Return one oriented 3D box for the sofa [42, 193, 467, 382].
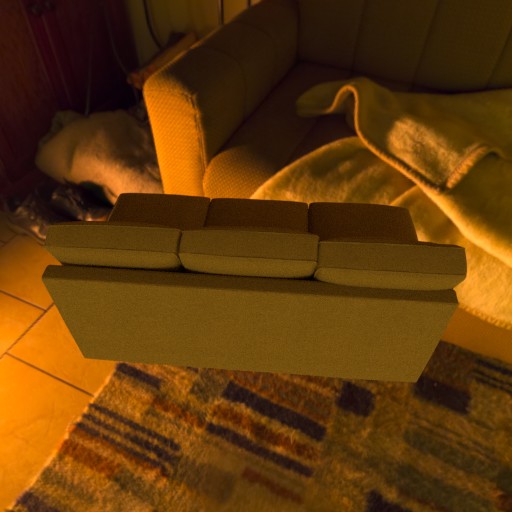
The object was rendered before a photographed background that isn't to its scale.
[{"bbox_3d":[0.000,0.000,2.778,2.092,1.036,1.127,3,46,3],"label":"sofa"}]
